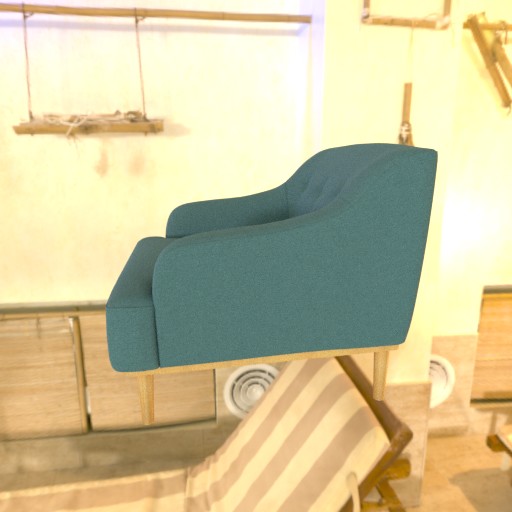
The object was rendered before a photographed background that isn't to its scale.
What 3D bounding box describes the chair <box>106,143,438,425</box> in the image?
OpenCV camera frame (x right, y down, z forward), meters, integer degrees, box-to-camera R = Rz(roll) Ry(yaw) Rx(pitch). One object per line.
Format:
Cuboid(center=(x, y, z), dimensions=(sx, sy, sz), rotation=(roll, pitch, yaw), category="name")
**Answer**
Cuboid(center=(0.000, 0.000, 1.653), dimensions=(0.951, 0.818, 0.946), rotation=(-2, 13, -8), category="chair")
